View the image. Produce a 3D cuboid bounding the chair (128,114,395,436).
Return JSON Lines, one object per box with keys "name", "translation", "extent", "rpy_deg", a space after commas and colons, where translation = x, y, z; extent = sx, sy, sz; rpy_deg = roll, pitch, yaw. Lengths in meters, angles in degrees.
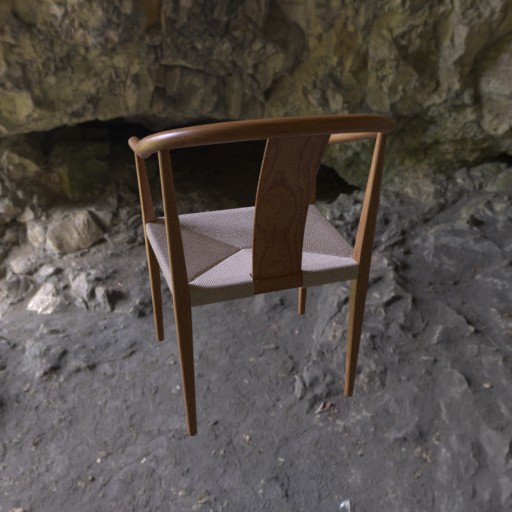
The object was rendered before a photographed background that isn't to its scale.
{"name": "chair", "translation": [0.000, 0.000, 1.170], "extent": [0.556, 0.800, 0.579], "rpy_deg": [-8, 28, -16]}
